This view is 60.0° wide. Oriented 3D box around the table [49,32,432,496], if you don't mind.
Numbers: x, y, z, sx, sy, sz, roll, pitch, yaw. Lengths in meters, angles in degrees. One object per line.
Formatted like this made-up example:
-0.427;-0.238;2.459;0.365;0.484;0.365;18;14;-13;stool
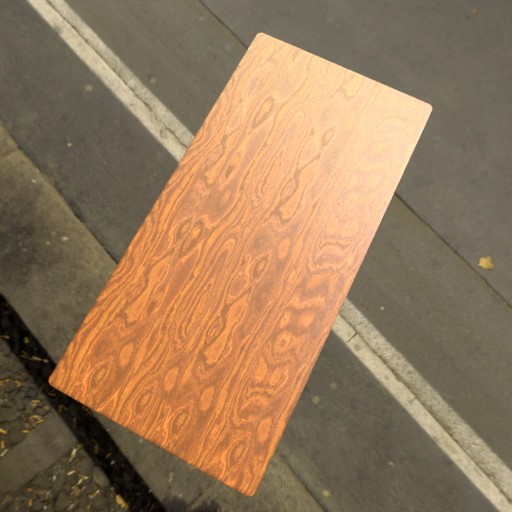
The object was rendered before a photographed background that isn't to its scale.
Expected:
0.000;0.000;2.202;0.883;0.753;1.791;26;77;7;table
